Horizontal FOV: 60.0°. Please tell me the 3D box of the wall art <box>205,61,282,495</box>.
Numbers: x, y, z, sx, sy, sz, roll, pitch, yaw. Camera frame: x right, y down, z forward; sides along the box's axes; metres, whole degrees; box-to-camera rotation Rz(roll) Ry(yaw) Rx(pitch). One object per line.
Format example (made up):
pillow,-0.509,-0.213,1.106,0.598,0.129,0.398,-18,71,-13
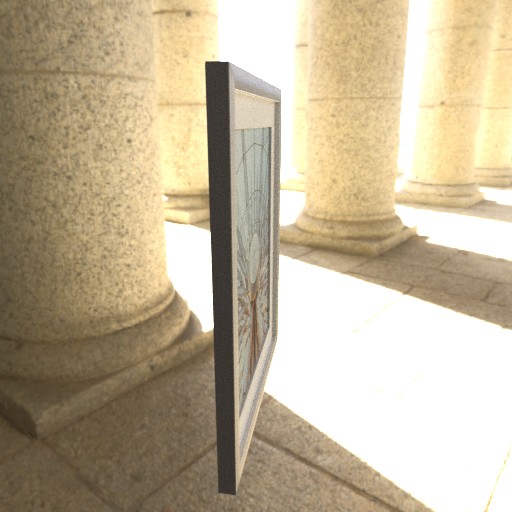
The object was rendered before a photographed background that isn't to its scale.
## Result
wall art,0.000,0.000,0.752,0.029,0.558,0.458,3,17,10
